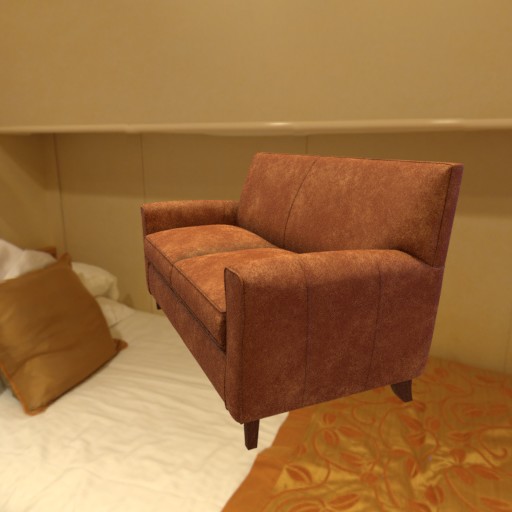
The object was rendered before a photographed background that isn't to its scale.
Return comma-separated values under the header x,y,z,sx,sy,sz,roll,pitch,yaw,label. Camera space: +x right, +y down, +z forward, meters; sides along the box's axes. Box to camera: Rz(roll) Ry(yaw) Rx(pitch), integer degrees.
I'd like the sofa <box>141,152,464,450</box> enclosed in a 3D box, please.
x,y,z,sx,sy,sz,roll,pitch,yaw,label
0.000,0.000,1.992,0.787,0.871,1.473,-7,16,-24,sofa
